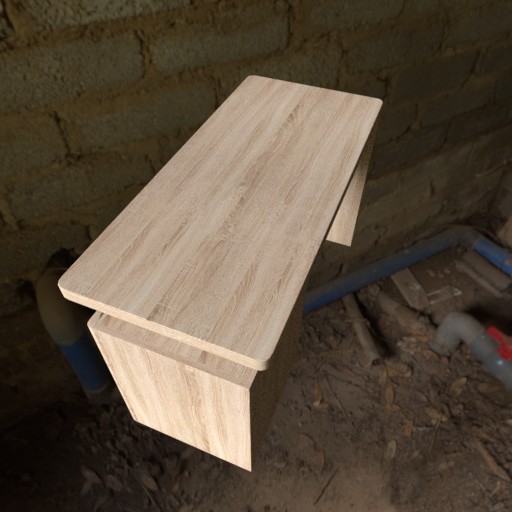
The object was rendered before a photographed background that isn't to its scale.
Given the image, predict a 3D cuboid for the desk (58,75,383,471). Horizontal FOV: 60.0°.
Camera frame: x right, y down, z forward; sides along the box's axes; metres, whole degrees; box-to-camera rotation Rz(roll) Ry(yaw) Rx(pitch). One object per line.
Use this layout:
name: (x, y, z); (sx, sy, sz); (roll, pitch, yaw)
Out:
desk: (0.000, 0.000, 1.639); (0.550, 0.760, 1.200); (17, 49, 15)
